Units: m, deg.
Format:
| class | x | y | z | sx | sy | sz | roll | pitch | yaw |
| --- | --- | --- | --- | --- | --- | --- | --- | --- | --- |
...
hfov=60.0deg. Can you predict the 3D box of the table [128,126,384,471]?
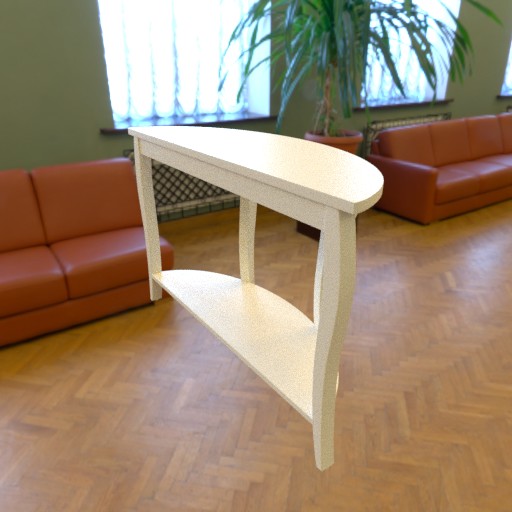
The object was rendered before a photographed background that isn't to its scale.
| class | x | y | z | sx | sy | sz | roll | pitch | yaw |
| --- | --- | --- | --- | --- | --- | --- | --- | --- | --- |
| table | 0.000 | 0.000 | 1.587 | 0.394 | 0.780 | 1.219 | -16 | 29 | -32 |
